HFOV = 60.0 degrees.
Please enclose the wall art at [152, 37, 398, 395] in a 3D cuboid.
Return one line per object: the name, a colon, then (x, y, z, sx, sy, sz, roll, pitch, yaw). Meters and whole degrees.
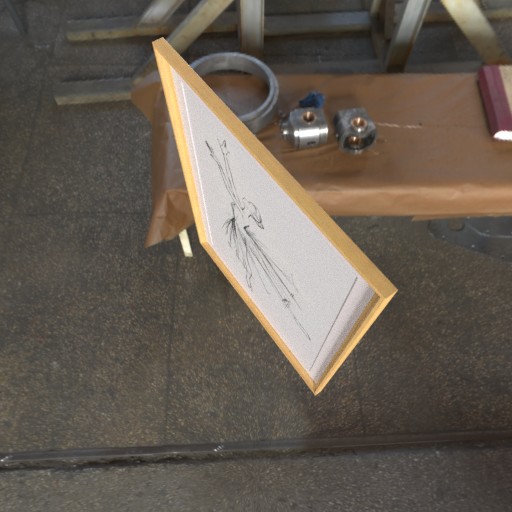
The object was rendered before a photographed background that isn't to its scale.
wall art: (0.000, 0.000, 1.355, 0.030, 1.002, 0.798, -33, 68, -15)
